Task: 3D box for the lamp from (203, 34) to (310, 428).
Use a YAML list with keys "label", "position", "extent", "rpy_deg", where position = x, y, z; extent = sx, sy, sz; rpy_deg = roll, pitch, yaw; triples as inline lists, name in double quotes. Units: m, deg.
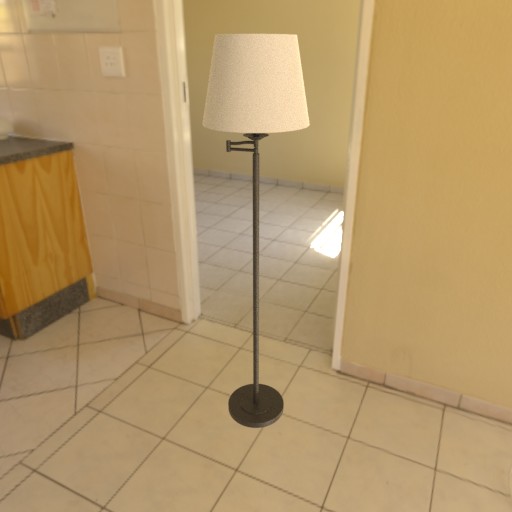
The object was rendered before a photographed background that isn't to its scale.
- label: "lamp"
  position: [0.000, 0.000, 1.650]
  extent: [0.348, 1.473, 0.348]
  rpy_deg: [7, 26, 15]
